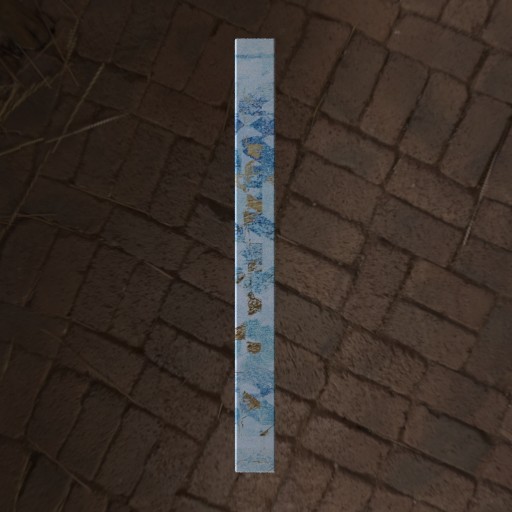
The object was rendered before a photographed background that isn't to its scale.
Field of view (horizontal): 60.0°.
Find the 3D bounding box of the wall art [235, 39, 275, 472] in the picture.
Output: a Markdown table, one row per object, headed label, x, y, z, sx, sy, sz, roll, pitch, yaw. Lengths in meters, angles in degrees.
| label | x | y | z | sx | sy | sz | roll | pitch | yaw |
| --- | --- | --- | --- | --- | --- | --- | --- | --- | --- |
| wall art | 0.000 | 0.000 | 0.616 | 0.037 | 0.405 | 0.405 | 0 | 90 | 0 |
